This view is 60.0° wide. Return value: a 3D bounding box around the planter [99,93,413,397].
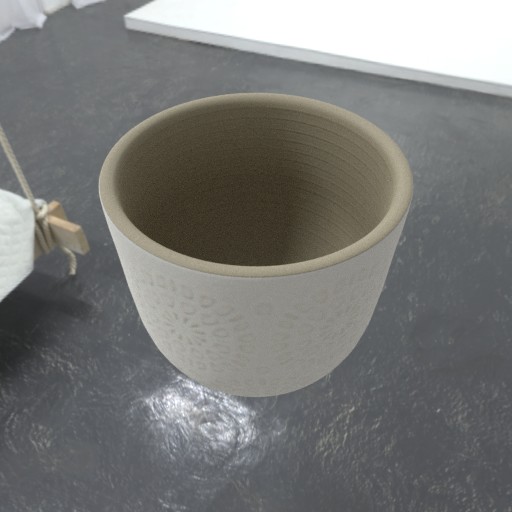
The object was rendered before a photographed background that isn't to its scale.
[{"bbox_3d":[0.000,0.000,0.219,0.124,0.109,0.124,0,46,0],"label":"planter"}]
